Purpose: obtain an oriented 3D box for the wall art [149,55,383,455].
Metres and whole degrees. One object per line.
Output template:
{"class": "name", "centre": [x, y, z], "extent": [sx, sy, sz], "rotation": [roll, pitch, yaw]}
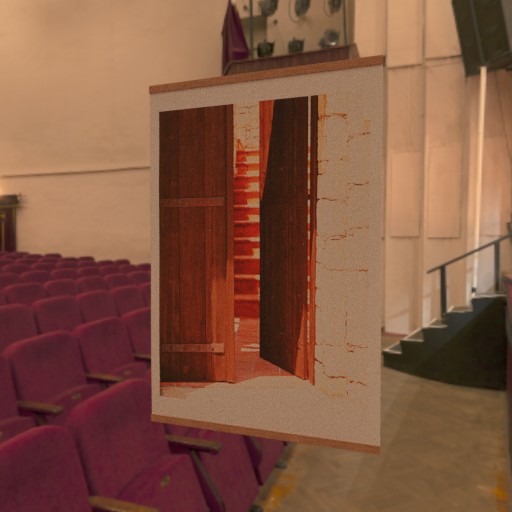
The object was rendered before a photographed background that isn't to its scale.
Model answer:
{"class": "wall art", "centre": [0.000, 0.000, 1.858], "extent": [1.019, 1.527, 0.019], "rotation": [0, 2, 19]}
